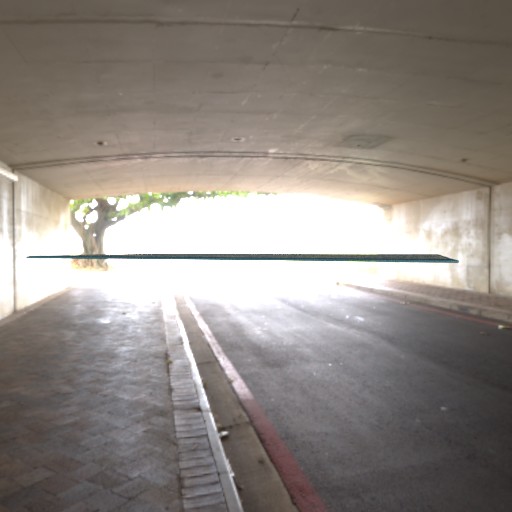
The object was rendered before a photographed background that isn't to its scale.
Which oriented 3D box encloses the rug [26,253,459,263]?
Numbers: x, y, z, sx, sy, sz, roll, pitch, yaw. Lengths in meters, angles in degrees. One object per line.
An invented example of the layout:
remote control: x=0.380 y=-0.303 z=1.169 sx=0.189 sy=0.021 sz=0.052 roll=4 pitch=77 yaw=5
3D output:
rug: x=0.000 y=0.000 z=2.313 sx=1.833 sy=0.012 sz=1.211 roll=0 pitch=1 yaw=20
